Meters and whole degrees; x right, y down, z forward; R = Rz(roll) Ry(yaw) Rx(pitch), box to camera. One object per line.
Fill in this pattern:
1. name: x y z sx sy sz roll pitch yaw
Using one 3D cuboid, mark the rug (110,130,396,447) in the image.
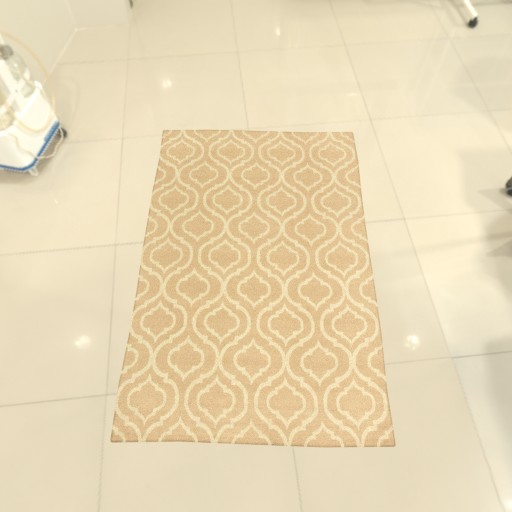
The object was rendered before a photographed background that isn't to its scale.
1. rug: 0.000 0.000 2.215 1.152 0.013 1.761 1 59 0
